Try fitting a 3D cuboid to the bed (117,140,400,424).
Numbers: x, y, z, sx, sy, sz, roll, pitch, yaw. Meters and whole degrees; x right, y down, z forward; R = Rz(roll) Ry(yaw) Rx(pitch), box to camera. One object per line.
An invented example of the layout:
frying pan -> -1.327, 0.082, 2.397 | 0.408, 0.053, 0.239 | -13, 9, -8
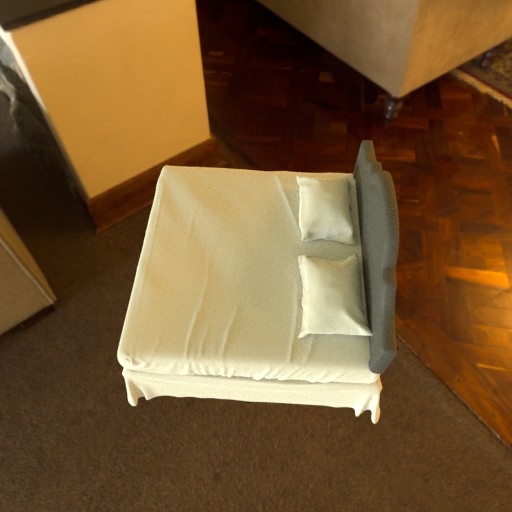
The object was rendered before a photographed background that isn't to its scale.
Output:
bed -> 0.000, 0.000, 3.749 | 2.222, 1.631, 2.303 | 3, 57, 2
